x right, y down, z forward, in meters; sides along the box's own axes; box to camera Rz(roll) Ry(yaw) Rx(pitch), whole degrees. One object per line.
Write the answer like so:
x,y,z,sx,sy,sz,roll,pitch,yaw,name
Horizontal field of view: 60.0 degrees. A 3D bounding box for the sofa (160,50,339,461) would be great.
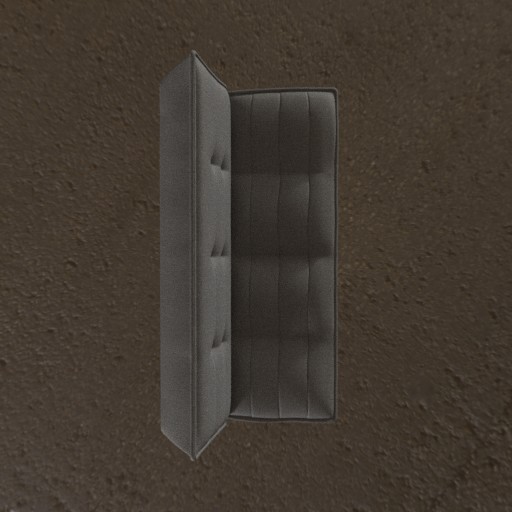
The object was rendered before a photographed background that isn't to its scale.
0.000,0.000,2.512,0.950,0.890,1.940,0,91,0,sofa
